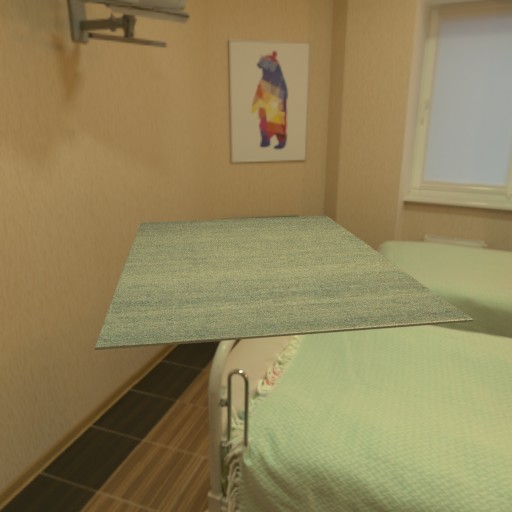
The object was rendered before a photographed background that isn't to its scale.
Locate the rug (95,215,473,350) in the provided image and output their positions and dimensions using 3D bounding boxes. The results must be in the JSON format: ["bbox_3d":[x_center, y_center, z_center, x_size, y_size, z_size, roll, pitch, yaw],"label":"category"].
[{"bbox_3d":[0.000,0.000,4.312,2.461,0.046,3.237,-3,18,-9],"label":"rug"}]
